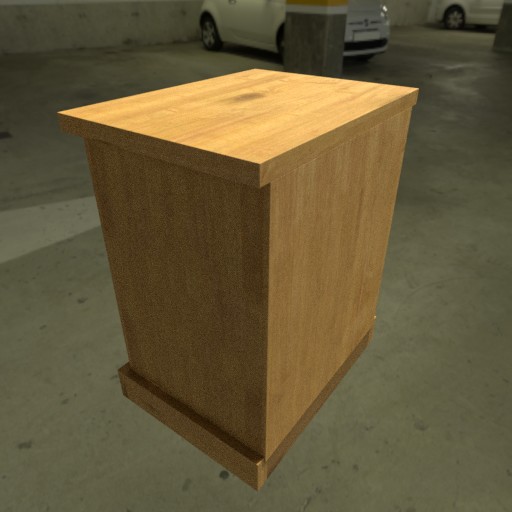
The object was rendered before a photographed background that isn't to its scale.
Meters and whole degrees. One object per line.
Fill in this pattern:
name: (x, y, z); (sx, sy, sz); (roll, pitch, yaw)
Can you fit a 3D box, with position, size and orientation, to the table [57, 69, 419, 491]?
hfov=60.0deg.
table: (0.000, 0.000, 1.191); (0.500, 0.813, 0.660); (21, 37, 30)
